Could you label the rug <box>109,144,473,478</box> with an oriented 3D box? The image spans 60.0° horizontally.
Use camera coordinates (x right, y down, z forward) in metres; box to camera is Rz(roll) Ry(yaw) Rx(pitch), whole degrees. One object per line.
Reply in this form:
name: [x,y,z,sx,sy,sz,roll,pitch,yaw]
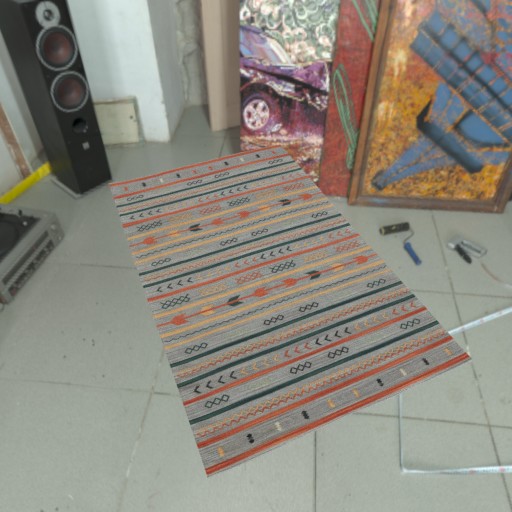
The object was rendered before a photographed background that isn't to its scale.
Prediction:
rug: [0.000,0.000,2.999,1.537,0.029,2.439,-17,48,-16]
